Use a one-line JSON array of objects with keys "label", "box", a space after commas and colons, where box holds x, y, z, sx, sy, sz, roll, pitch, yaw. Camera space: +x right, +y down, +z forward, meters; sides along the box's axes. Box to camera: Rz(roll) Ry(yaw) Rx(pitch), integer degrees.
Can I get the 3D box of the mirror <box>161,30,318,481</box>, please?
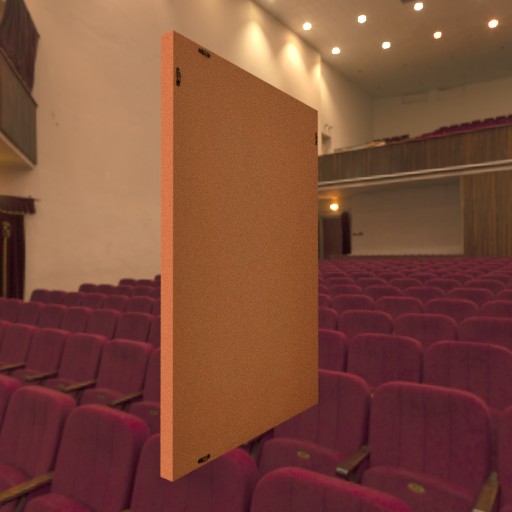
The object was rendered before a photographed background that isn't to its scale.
[{"label": "mirror", "box": [0.000, 0.000, 1.151, 0.041, 0.915, 0.609, 0, -1, 37]}]
